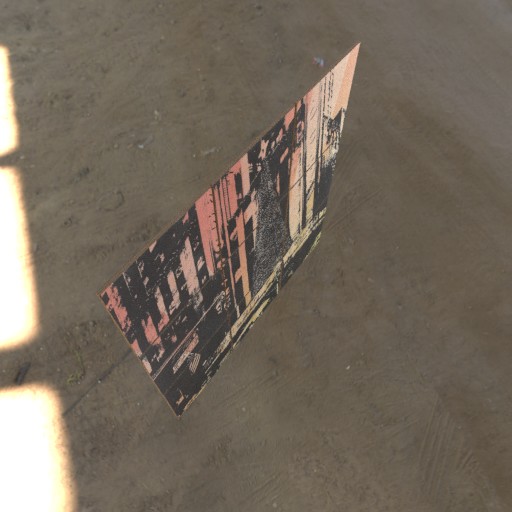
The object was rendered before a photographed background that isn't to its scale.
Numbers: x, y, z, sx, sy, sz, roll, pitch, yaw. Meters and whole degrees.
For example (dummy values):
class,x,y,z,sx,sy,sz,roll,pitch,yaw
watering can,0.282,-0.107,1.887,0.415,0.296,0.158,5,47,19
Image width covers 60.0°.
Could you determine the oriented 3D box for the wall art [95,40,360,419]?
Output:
class,x,y,z,sx,sy,sz,roll,pitch,yaw
wall art,0.000,0.000,1.340,0.010,0.917,0.919,31,62,18
